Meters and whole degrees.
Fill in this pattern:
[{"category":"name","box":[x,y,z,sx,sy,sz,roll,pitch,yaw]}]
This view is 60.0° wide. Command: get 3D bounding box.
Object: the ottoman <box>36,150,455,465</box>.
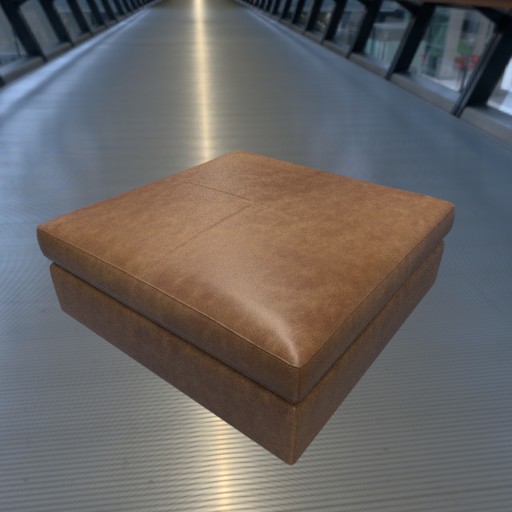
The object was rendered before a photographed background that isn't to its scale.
[{"category":"ottoman","box":[0.000,0.000,1.792,1.169,0.483,1.168,22,37,32]}]
